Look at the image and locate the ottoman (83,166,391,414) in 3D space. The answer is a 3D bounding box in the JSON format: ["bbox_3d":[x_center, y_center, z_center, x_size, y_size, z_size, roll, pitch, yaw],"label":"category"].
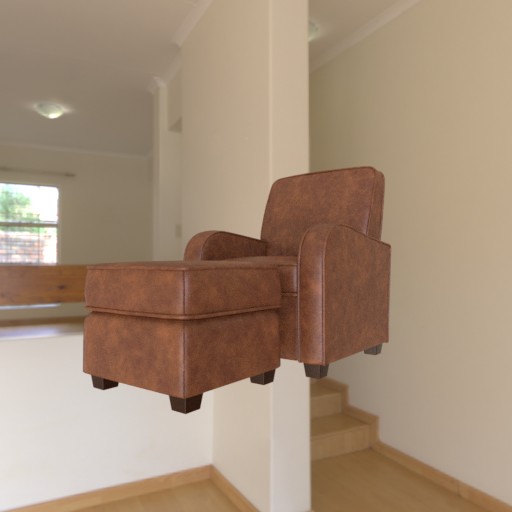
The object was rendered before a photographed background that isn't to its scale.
[{"bbox_3d":[0.000,0.000,1.869,0.732,0.904,1.314,-1,-1,37],"label":"ottoman"}]
